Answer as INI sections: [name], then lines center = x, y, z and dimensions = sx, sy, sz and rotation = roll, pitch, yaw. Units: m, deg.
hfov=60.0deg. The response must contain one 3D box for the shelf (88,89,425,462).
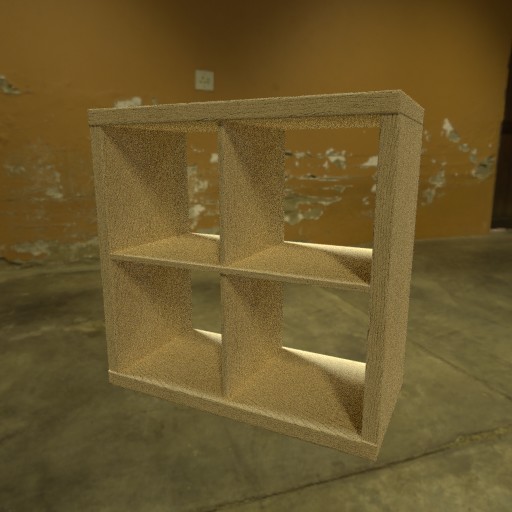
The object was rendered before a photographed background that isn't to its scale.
[shelf]
center = 0.000, 0.000, 1.245
dimensions = 0.790, 0.786, 0.390
rotation = 6, 14, 26
